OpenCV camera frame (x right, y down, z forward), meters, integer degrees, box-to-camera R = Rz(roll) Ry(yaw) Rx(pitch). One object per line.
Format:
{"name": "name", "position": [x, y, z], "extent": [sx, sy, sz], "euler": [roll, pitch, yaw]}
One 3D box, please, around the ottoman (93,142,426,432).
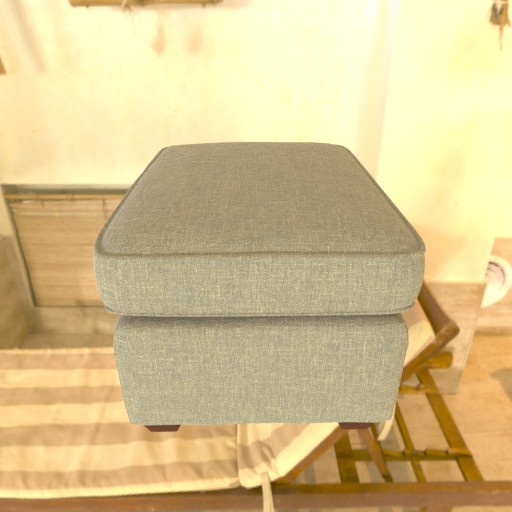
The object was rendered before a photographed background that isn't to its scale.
{"name": "ottoman", "position": [0.000, 0.000, 1.097], "extent": [0.559, 0.457, 0.762], "euler": [0, 27, -1]}
